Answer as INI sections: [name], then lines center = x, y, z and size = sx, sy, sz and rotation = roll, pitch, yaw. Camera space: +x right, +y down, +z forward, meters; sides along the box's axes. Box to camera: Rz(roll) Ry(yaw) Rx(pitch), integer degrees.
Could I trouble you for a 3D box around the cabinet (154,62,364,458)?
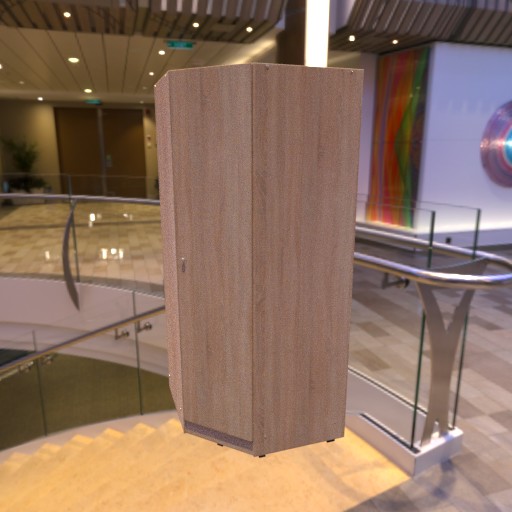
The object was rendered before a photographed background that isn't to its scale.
[cabinet]
center = 0.000, 0.000, 2.863
size = 1.327, 2.120, 1.094
rotation = 7, 15, 26
